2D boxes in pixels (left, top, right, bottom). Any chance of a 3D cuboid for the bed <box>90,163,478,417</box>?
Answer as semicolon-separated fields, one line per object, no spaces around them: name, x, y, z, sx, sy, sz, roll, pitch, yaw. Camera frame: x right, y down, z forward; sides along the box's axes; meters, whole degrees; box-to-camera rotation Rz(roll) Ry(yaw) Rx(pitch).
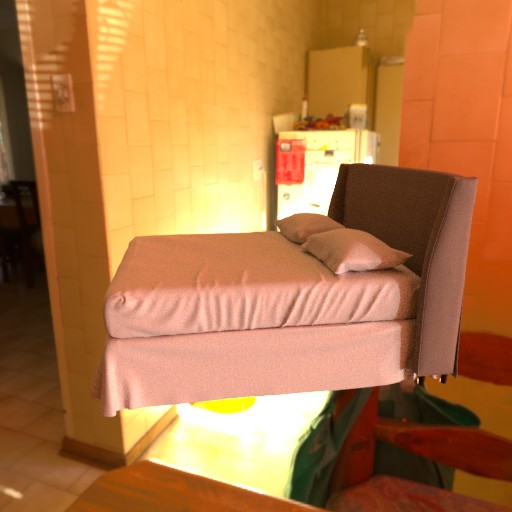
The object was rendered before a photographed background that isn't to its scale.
bed;0.000;0.000;3.392;2.276;1.332;1.925;-2;14;-9
